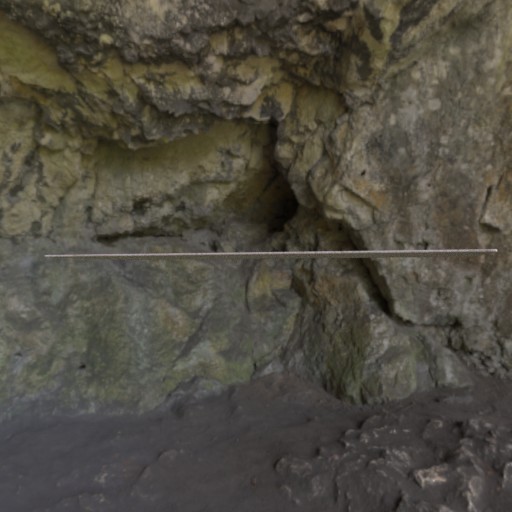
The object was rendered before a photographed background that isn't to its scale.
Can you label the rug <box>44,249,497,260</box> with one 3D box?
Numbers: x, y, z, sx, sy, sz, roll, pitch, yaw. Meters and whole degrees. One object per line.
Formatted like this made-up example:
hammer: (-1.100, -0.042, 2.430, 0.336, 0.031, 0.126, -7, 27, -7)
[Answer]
rug: (0.000, 0.000, 2.663, 2.452, 0.012, 0.775, -1, -2, 18)
